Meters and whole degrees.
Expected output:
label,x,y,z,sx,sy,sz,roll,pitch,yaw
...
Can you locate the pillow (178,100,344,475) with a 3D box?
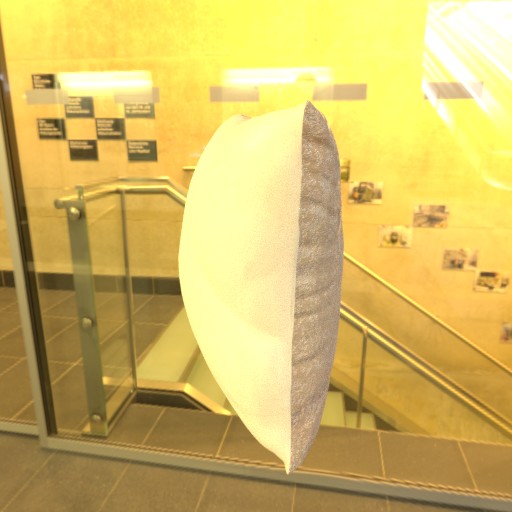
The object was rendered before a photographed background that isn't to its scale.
label,x,y,z,sx,sy,sz,roll,pitch,yaw
pillow,0.000,0.000,0.708,0.245,0.448,0.450,-2,16,-9
